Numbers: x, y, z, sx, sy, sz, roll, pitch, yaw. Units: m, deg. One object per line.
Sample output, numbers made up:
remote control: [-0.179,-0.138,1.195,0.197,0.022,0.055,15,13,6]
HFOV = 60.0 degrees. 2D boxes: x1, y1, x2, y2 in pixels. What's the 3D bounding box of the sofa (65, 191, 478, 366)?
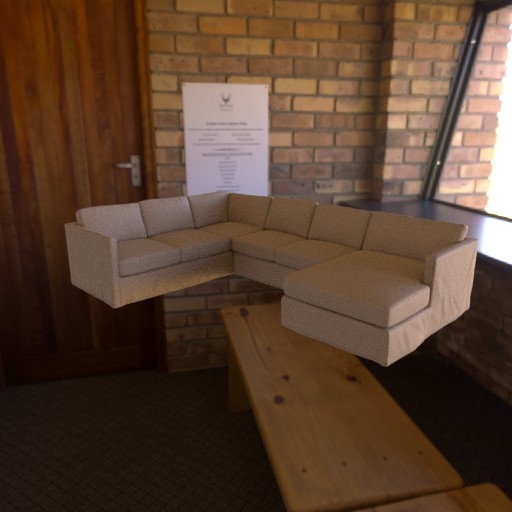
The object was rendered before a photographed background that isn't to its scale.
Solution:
sofa: [0.000,0.000,4.486,2.427,0.882,3.460,-15,21,-43]
